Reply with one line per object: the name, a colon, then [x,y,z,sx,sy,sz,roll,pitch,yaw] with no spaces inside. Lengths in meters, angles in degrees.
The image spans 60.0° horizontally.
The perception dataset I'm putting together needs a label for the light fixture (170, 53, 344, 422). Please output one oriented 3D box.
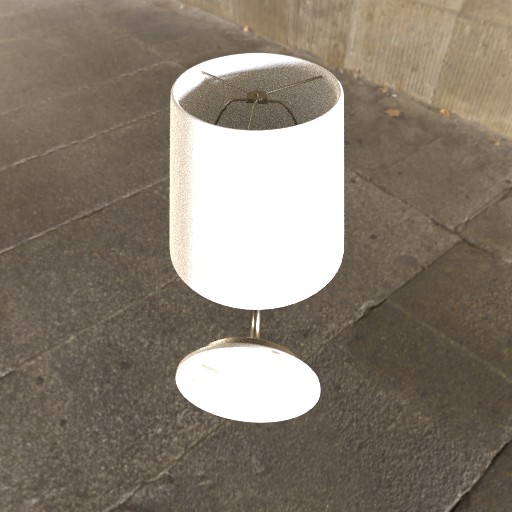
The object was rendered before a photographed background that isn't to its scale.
light fixture: [0.000,0.000,0.439,0.168,0.337,0.188,4,45,4]
